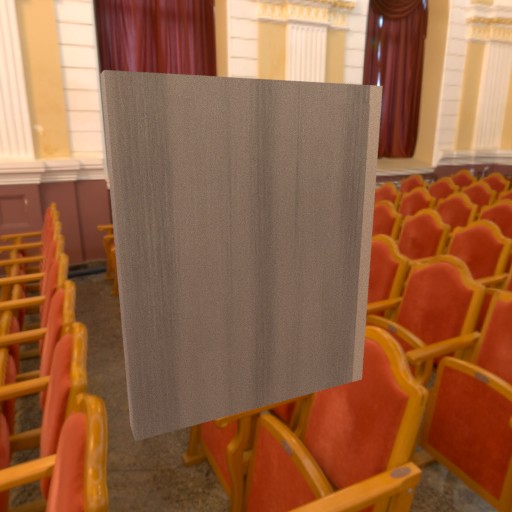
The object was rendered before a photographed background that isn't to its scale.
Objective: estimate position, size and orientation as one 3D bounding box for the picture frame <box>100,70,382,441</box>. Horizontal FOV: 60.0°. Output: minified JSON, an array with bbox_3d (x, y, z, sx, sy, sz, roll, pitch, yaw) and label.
[{"bbox_3d":[0.000,0.000,0.750,0.449,0.555,0.046,-7,17,-24],"label":"picture frame"}]
